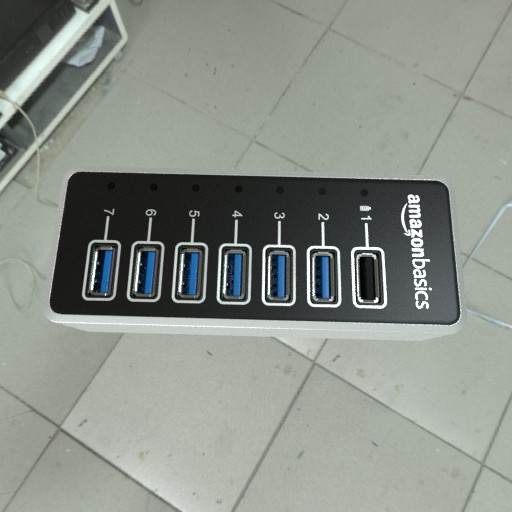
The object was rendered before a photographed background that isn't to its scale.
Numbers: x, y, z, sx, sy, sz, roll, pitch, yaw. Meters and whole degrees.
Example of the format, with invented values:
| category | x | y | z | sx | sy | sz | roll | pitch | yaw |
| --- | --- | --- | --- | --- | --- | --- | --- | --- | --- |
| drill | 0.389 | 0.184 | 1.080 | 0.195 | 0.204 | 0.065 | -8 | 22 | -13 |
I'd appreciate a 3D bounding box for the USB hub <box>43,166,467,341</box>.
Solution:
| category | x | y | z | sx | sy | sz | roll | pitch | yaw |
| --- | --- | --- | --- | --- | --- | --- | --- | --- | --- |
| USB hub | 0.000 | 0.000 | 0.129 | 0.110 | 0.023 | 0.044 | 2 | 74 | 0 |
